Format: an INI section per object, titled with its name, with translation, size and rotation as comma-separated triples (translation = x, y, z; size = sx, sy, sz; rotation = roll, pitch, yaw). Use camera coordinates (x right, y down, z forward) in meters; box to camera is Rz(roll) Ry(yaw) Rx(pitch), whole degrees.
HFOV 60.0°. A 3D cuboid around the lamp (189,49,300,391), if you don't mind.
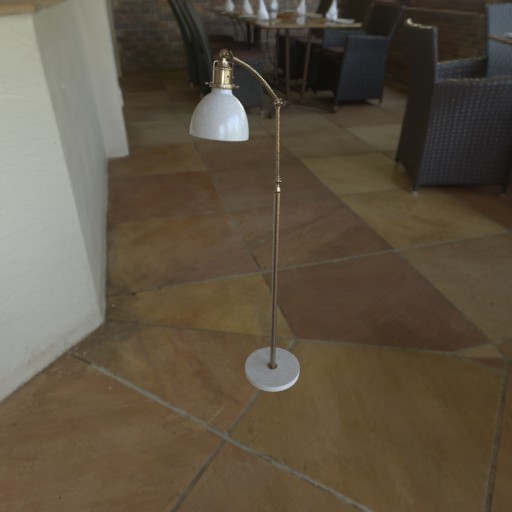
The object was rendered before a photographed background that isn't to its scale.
[lamp]
translation = 0.000, 0.000, 1.823
size = 0.288, 1.586, 0.599
rotation = 19, 36, 28
